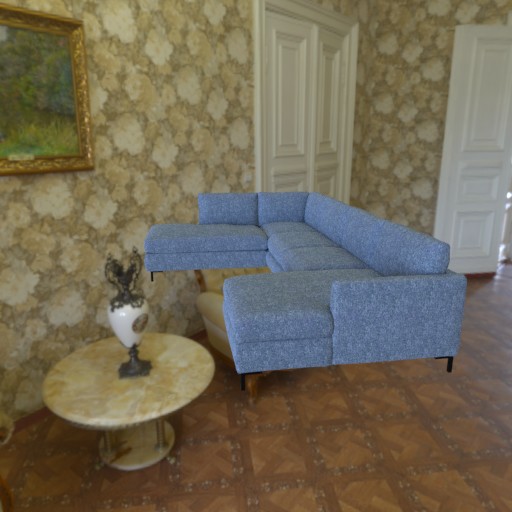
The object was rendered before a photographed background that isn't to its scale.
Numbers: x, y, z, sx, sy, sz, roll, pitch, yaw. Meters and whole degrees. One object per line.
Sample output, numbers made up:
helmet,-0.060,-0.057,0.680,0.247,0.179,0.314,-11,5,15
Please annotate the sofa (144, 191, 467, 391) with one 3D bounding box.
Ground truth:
sofa,0.000,0.000,3.536,1.879,0.756,2.737,-2,15,-8
